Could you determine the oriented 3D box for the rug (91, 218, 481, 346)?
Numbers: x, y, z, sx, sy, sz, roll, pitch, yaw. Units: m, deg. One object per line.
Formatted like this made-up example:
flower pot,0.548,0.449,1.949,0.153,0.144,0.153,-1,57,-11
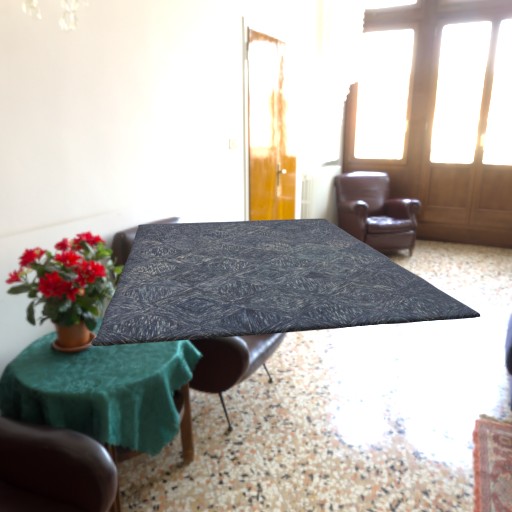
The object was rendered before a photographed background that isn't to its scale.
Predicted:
rug,0.000,0.000,4.125,2.385,0.024,3.245,-3,16,-9
